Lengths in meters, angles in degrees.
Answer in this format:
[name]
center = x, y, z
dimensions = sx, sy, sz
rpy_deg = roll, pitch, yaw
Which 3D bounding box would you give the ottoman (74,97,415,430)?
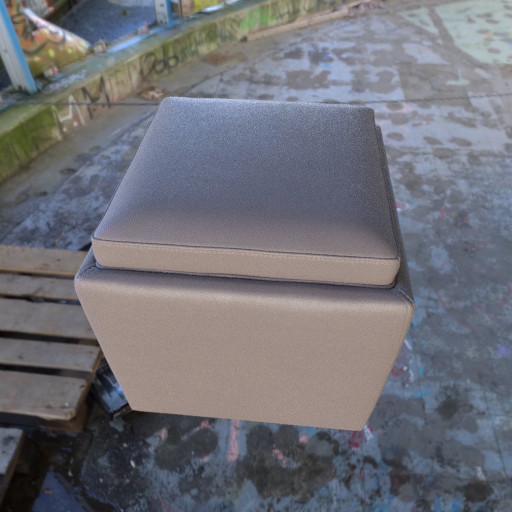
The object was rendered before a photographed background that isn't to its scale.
[ottoman]
center = 0.000, 0.000, 0.812
dimensions = 0.451, 0.460, 0.450
rpy_deg = 4, 46, 4
